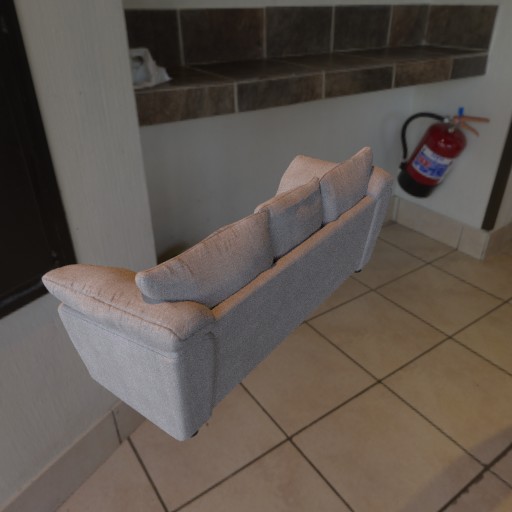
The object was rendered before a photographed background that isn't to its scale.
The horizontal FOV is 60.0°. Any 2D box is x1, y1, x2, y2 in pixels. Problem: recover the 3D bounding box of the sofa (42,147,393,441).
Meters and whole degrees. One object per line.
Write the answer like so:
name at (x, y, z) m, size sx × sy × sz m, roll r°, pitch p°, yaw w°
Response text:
sofa at (0.000, 0.000, 2.823) m, size 0.878 × 0.996 × 2.334 m, roll 20°, pitch 36°, yaw 31°
